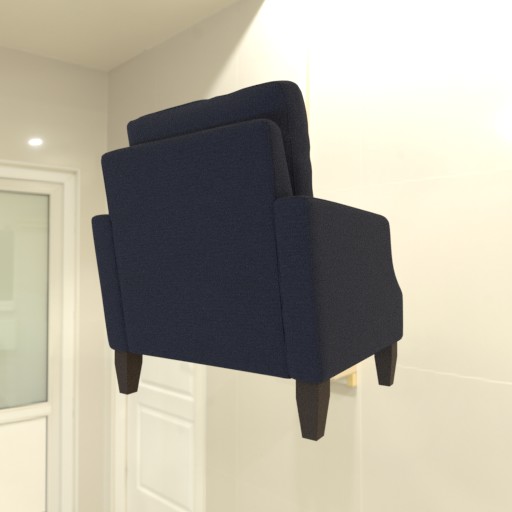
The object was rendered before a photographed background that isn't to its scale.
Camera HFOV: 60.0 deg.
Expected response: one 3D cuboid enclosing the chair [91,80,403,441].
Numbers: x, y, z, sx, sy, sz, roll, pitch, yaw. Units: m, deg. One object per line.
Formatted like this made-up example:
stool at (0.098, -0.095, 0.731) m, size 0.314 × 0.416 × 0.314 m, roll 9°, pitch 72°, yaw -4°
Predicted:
chair at (0.000, 0.000, 1.641) m, size 0.855 × 0.991 × 0.897 m, roll -1°, pitch -1°, yaw 34°
